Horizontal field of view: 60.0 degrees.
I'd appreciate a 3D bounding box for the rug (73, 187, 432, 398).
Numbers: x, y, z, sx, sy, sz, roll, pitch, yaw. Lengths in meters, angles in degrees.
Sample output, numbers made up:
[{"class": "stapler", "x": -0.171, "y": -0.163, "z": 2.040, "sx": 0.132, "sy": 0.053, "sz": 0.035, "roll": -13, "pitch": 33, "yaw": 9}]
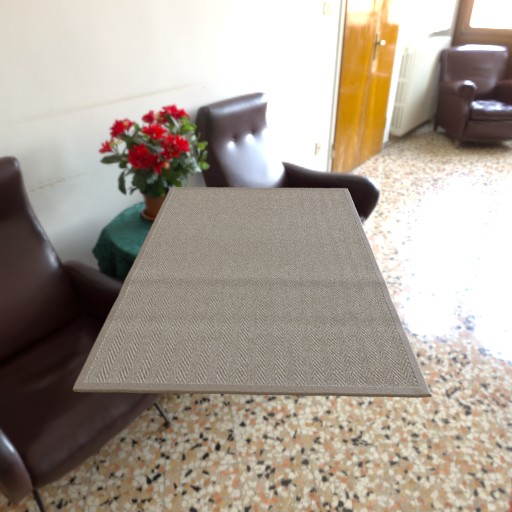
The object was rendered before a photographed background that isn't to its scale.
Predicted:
[{"class": "rug", "x": 0.000, "y": 0.000, "z": 2.871, "sx": 1.540, "sy": 0.021, "sz": 2.290, "roll": 1, "pitch": 31, "yaw": 1}]
